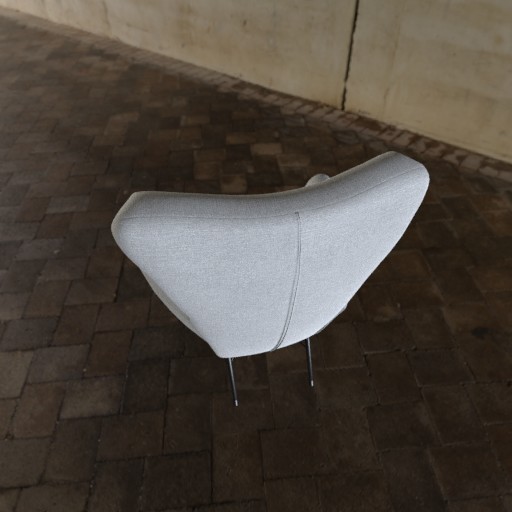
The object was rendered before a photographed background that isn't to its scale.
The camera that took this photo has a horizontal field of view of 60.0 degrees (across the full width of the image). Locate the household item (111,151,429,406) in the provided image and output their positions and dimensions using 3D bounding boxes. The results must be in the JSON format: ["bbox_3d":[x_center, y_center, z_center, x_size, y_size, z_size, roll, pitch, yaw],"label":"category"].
[{"bbox_3d":[0.000,0.000,1.772,0.980,1.050,0.900,-12,42,-13],"label":"household item"}]
